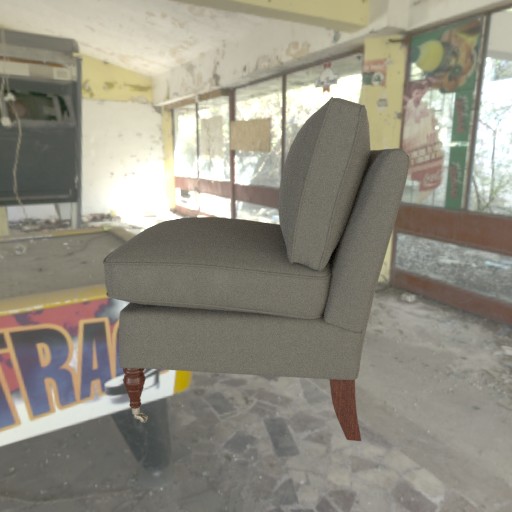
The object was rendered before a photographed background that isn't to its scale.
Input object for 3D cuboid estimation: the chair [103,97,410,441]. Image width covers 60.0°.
[{"bbox_3d":[0.000,0.000,1.662,0.924,1.045,0.724,1,13,6],"label":"chair"}]
